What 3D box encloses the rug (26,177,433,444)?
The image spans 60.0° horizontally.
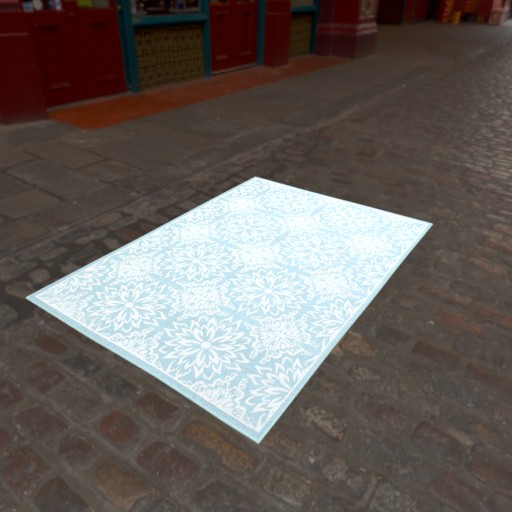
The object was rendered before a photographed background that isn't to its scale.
[{"bbox_3d":[0.000,0.000,2.841,1.589,0.014,2.205,20,37,29],"label":"rug"}]
